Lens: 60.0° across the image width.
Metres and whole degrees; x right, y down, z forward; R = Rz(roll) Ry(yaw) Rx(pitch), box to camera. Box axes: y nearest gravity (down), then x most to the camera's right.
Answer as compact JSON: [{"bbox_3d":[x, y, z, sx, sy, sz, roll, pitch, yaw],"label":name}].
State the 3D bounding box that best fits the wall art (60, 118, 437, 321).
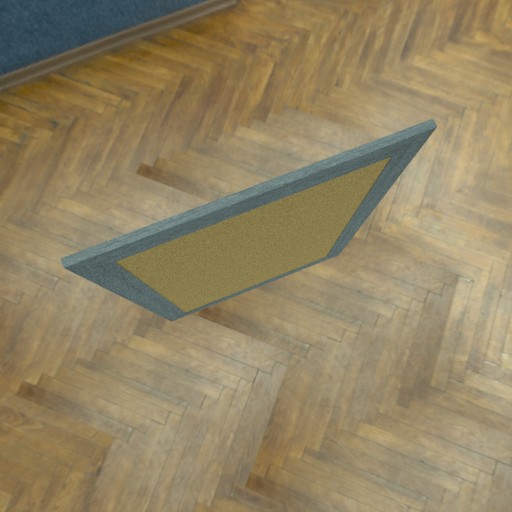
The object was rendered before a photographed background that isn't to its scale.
[{"bbox_3d":[0.000,0.000,1.368,0.768,1.070,0.020,-21,77,-5],"label":"wall art"}]
